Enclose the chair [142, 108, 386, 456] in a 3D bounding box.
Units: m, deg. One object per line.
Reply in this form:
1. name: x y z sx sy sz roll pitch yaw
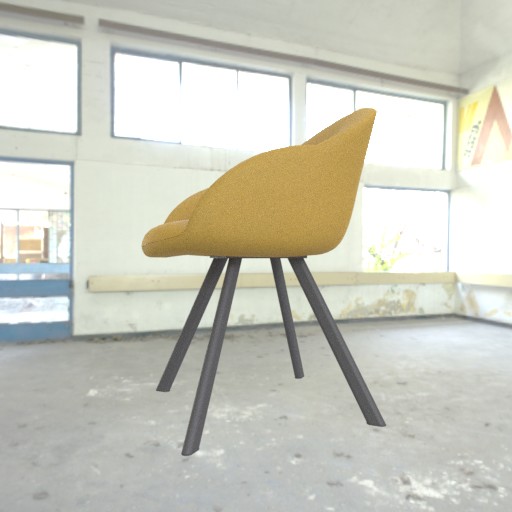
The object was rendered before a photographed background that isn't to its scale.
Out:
1. chair: 0.000 0.000 1.173 0.583 0.793 0.551 0 0 -19
